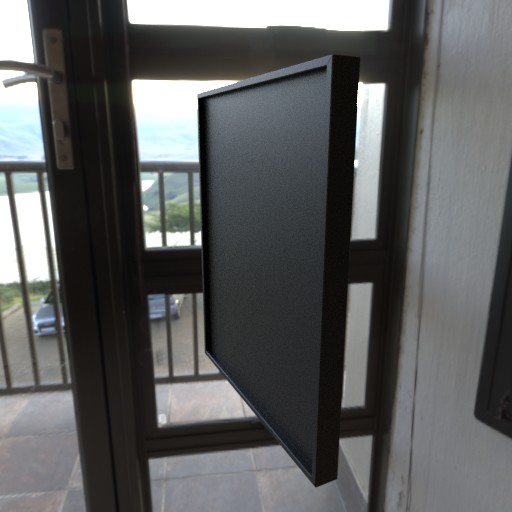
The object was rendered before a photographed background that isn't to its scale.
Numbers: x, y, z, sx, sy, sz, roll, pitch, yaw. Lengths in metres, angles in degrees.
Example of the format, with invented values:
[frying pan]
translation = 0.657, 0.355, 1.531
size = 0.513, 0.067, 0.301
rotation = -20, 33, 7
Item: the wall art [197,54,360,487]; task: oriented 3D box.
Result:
[wall art]
translation = 0.000, 0.000, 0.747
size = 0.039, 0.555, 0.449
rotation = -7, 16, -25
